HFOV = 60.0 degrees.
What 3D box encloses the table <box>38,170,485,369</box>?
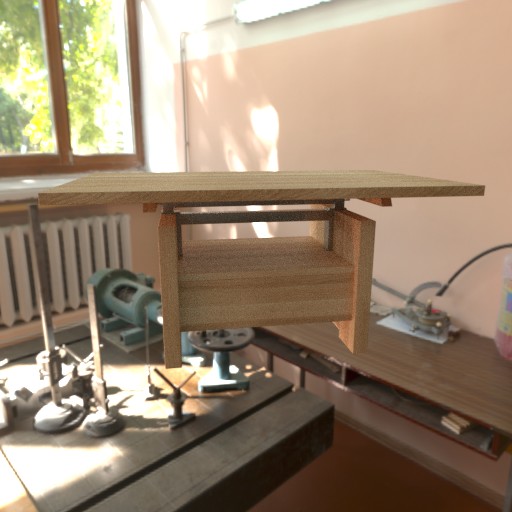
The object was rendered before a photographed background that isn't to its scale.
[{"bbox_3d":[0.000,0.000,1.467,1.100,0.510,0.700,-2,14,-9],"label":"table"}]
